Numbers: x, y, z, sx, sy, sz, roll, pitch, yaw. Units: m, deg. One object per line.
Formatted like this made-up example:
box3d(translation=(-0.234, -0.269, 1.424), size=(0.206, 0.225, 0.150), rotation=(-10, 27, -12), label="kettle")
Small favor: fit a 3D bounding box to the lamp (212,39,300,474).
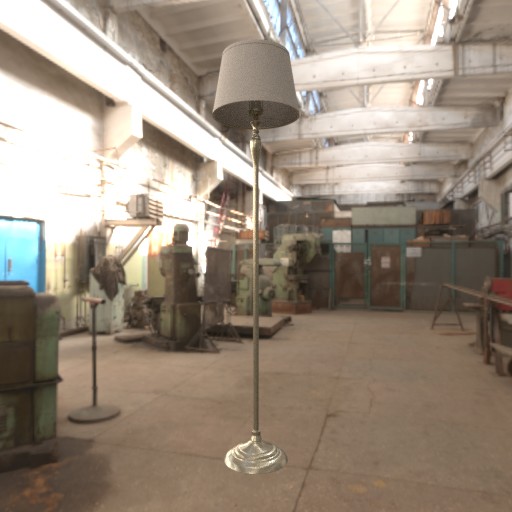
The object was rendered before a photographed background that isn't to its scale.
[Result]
box3d(translation=(0.000, 0.000, 1.657), size=(0.327, 1.506, 0.327), rotation=(0, -1, 18), label="lamp")
